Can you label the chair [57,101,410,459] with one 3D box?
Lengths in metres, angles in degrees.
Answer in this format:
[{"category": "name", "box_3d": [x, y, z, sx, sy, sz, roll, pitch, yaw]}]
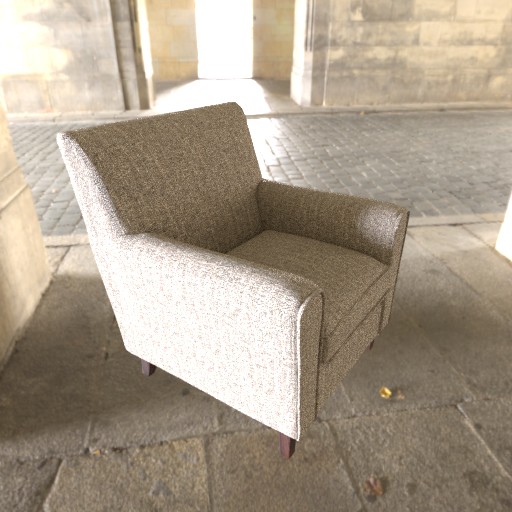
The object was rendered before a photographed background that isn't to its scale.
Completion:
[{"category": "chair", "box_3d": [0.000, 0.000, 1.616, 0.873, 0.928, 0.864, 18, 32, 31]}]
